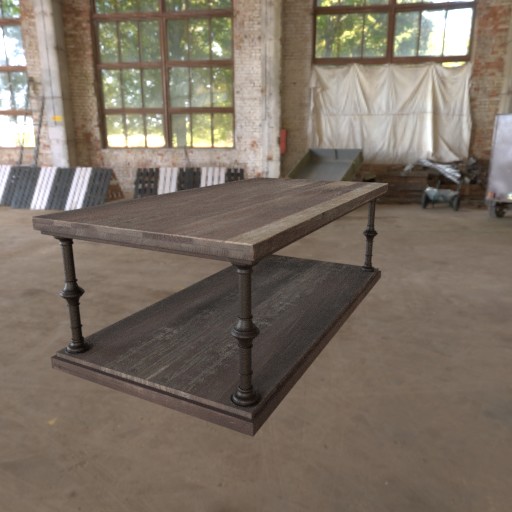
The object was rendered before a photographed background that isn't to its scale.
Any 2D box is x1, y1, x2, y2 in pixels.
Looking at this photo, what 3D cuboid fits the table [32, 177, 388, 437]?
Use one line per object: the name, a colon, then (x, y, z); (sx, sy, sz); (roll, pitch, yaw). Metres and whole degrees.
table: (0.000, 0.000, 1.373); (0.554, 0.373, 1.088); (8, 17, 26)
